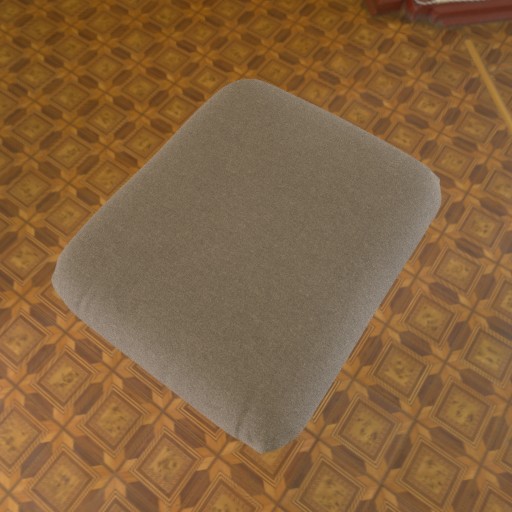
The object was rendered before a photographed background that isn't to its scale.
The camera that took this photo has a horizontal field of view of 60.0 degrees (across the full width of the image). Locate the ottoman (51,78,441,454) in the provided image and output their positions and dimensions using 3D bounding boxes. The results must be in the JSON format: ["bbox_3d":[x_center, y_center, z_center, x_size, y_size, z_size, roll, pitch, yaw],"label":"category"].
[{"bbox_3d":[0.000,0.000,1.106,0.622,0.450,0.747,32,69,14],"label":"ottoman"}]
